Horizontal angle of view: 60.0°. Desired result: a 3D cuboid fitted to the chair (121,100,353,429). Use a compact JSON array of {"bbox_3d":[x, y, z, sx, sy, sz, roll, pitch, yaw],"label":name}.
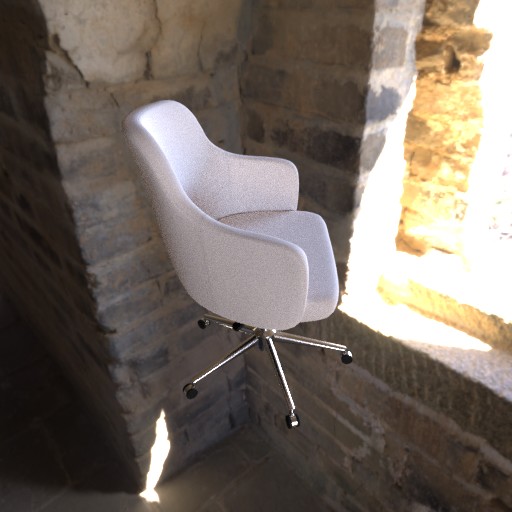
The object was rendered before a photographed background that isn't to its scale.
[{"bbox_3d":[0.000,0.000,1.299,0.647,0.819,0.602,1,31,2],"label":"chair"}]
